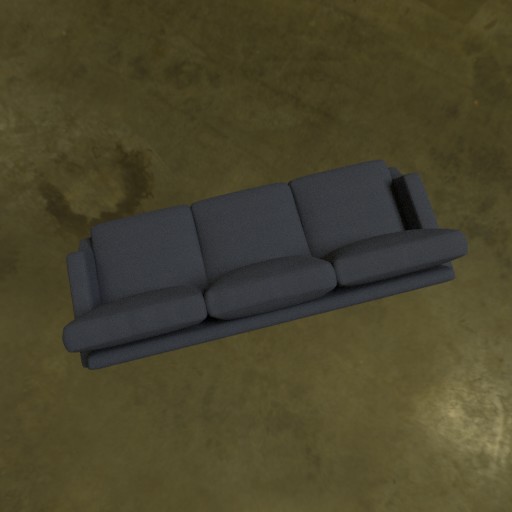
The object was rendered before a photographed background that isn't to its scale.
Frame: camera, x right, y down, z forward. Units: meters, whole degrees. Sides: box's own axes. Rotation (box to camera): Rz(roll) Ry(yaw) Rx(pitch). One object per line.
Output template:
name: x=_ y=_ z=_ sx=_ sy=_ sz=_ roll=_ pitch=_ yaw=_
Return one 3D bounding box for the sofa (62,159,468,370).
sofa: x=0.000 y=0.000 z=2.640 sx=2.115 sy=0.984 sz=0.888 roll=-14 pitch=77 yaw=-3
